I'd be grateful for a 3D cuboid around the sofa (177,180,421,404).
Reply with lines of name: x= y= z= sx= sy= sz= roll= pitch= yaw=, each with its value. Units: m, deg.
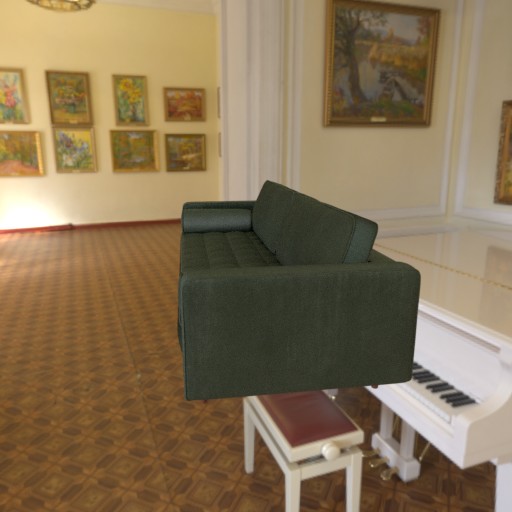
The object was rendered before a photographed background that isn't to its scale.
sofa: x=0.000 y=0.000 z=2.675 sx=0.918 sy=0.769 sz=2.199 roll=-2 pitch=14 yaw=-9
